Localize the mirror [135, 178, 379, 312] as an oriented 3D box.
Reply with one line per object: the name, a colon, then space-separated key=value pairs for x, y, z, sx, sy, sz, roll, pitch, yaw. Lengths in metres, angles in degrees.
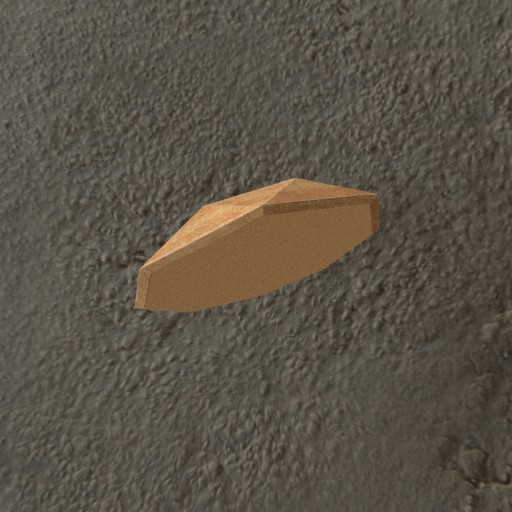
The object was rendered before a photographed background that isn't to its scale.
mirror: x=0.000 y=0.000 z=1.003 sx=0.577 sy=0.774 sz=0.070 roll=-18 pitch=76 yaw=-5
